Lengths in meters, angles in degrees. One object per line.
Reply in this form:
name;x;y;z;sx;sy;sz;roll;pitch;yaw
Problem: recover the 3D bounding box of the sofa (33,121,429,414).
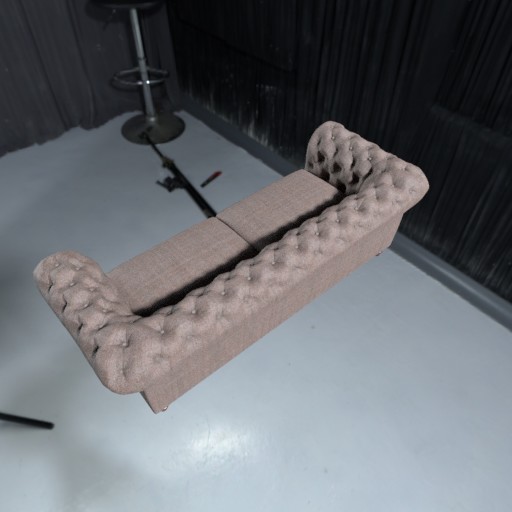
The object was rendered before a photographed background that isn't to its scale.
sofa;0.000;0.000;2.860;2.385;0.787;0.944;-31;54;-26
